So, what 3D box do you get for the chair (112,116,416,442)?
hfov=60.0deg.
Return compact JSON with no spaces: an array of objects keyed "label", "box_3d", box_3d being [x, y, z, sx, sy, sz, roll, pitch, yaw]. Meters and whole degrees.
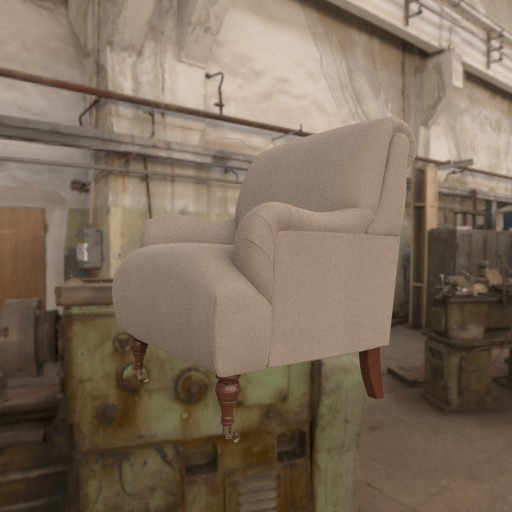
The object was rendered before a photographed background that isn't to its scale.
[{"label":"chair","box_3d":[0.000,0.000,1.558,0.842,0.942,0.766,-1,2,-36]}]
